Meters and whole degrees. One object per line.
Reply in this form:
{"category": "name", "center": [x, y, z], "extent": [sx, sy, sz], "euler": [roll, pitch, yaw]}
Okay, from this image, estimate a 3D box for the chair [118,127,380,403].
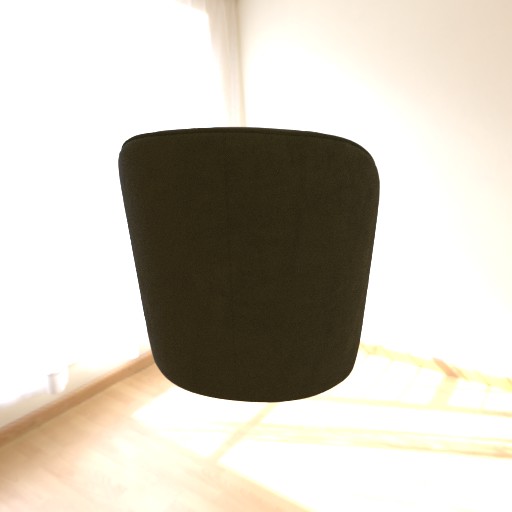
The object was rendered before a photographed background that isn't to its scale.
{"category": "chair", "center": [0.000, 0.000, 1.448], "extent": [0.747, 0.799, 0.875], "euler": [2, 16, 8]}
